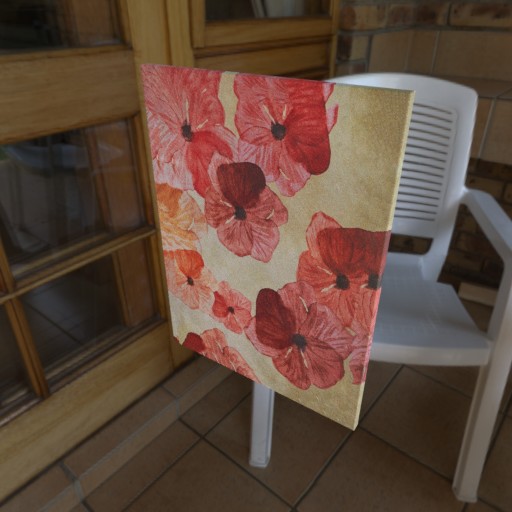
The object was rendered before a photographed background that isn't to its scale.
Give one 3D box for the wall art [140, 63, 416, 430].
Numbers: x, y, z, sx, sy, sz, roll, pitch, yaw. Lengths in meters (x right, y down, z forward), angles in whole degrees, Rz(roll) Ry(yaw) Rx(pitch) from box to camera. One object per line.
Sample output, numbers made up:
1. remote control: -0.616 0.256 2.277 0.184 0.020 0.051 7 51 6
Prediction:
1. wall art: 0.000 0.000 1.331 0.762 1.015 0.031 19 35 29
